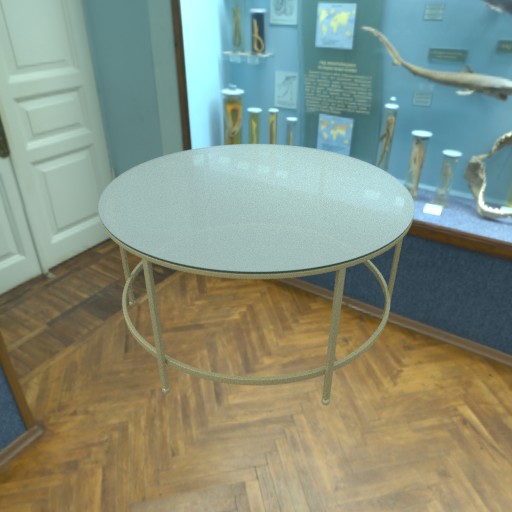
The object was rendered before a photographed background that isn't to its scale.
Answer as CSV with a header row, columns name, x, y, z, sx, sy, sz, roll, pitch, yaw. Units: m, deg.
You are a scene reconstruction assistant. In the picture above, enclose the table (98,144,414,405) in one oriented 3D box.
name,x,y,z,sx,sy,sz,roll,pitch,yaw
table,0.000,0.000,1.458,0.914,0.470,0.914,0,31,0
